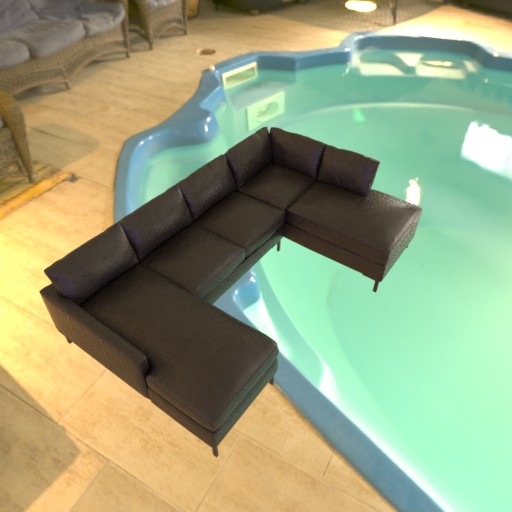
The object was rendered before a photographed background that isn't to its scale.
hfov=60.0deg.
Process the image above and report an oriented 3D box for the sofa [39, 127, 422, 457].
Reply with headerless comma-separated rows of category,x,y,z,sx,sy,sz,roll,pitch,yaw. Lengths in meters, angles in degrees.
sofa,0.000,0.000,3.926,1.939,0.900,2.956,26,49,26
